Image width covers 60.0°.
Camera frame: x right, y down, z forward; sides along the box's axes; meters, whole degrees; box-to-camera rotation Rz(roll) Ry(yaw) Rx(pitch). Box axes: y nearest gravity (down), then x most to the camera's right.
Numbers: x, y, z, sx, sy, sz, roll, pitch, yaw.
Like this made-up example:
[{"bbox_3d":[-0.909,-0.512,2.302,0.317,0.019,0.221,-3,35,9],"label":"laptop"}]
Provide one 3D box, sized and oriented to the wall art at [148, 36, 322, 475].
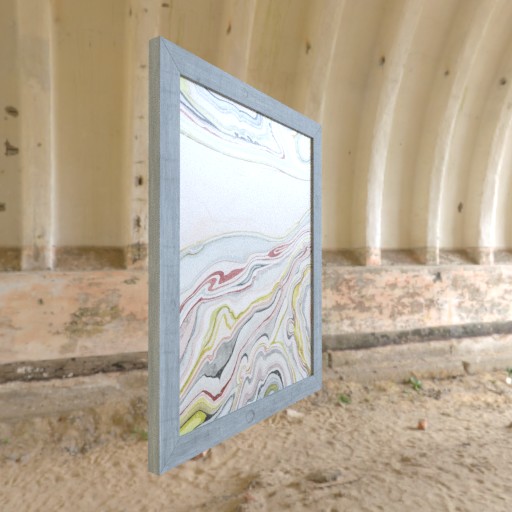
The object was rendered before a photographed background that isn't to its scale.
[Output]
[{"bbox_3d":[0.000,0.000,0.789,0.022,0.582,0.479,0,0,35],"label":"wall art"}]
